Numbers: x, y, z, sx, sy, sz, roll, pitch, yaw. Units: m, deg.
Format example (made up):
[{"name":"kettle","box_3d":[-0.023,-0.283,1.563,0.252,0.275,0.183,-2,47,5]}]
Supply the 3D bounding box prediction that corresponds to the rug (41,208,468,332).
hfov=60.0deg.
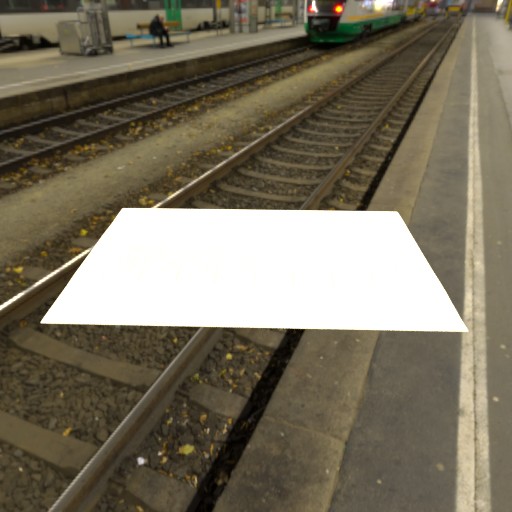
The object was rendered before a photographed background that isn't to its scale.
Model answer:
[{"name":"rug","box_3d":[0.000,0.000,2.440,1.850,0.006,1.234,1,30,2]}]
